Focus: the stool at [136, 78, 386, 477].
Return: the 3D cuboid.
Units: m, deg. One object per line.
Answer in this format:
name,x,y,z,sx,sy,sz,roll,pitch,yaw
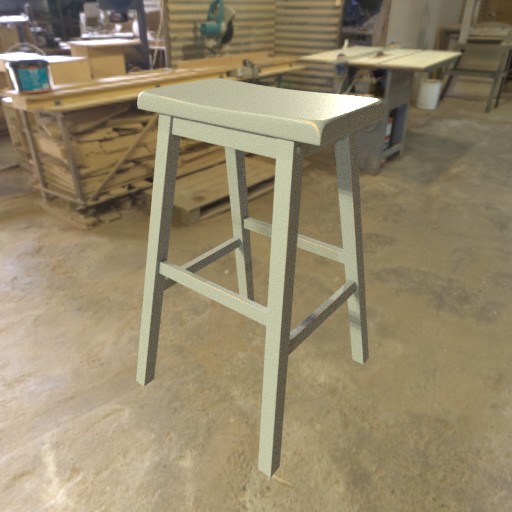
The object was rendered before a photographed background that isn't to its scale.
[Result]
stool,0.000,0.000,1.063,0.457,0.737,0.476,22,36,33
